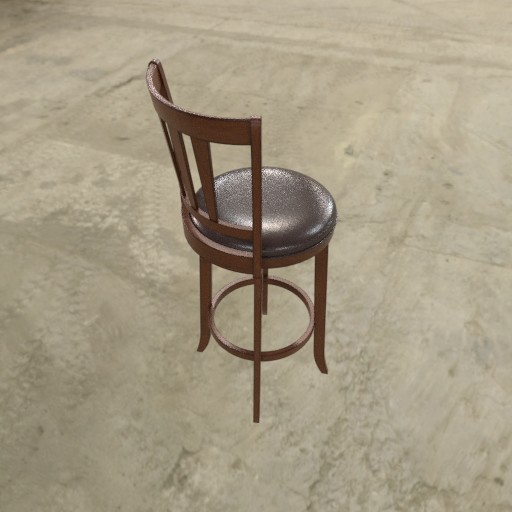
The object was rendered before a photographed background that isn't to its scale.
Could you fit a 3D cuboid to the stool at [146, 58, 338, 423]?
[{"bbox_3d":[0.000,0.000,1.445,0.503,1.177,0.464,-26,47,-27],"label":"stool"}]
